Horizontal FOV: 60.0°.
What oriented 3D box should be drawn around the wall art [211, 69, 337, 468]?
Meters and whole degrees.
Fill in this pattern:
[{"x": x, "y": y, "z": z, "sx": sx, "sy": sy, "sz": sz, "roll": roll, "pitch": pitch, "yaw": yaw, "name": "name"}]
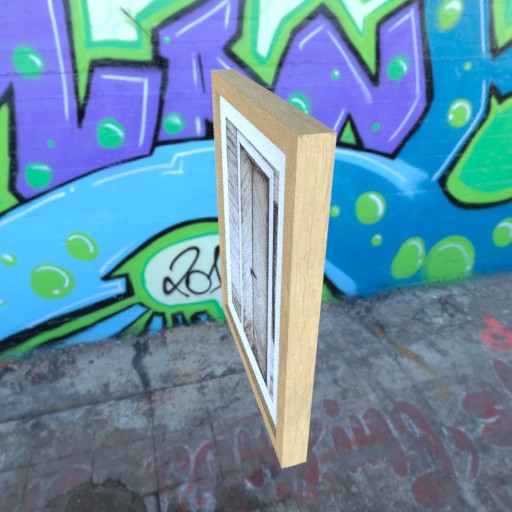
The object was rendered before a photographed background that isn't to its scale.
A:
[{"x": 0.000, "y": 0.000, "z": 0.539, "sx": 0.030, "sy": 0.380, "sz": 0.312, "roll": -8, "pitch": 32, "yaw": -14, "name": "wall art"}]
